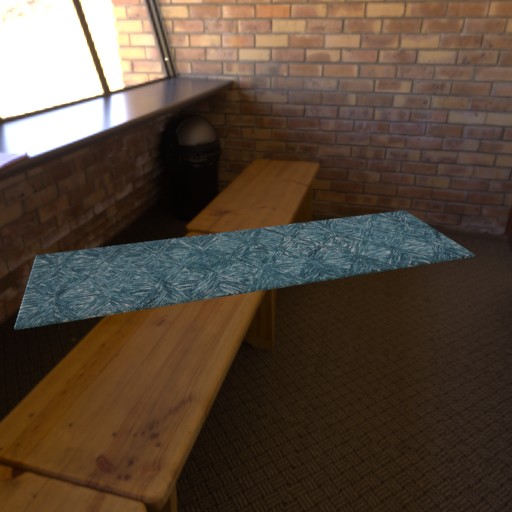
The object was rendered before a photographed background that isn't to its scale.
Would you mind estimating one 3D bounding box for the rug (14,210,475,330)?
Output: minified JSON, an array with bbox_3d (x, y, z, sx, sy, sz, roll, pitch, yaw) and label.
[{"bbox_3d":[0.000,0.000,2.406,2.286,0.016,0.676,-8,29,-15],"label":"rug"}]
